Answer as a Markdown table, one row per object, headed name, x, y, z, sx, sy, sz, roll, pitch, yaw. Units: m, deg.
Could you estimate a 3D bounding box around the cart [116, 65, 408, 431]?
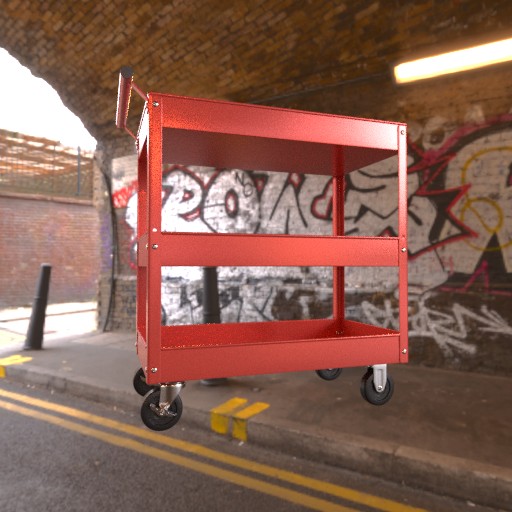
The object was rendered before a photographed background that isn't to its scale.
| name | x | y | z | sx | sy | sz | roll | pitch | yaw |
| --- | --- | --- | --- | --- | --- | --- | --- | --- | --- |
| cart | 0.000 | 0.000 | 1.198 | 0.719 | 0.780 | 0.366 | 0 | -1 | -19 |
